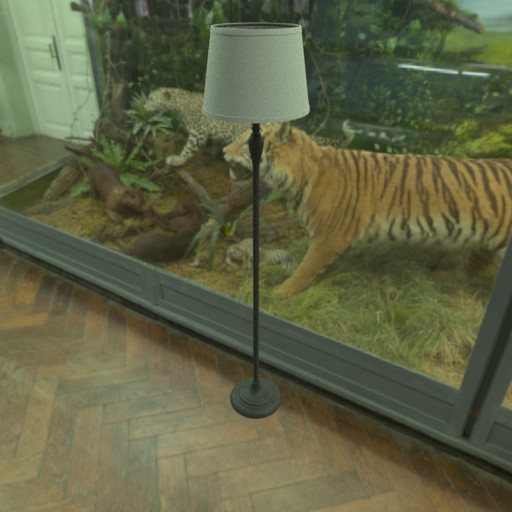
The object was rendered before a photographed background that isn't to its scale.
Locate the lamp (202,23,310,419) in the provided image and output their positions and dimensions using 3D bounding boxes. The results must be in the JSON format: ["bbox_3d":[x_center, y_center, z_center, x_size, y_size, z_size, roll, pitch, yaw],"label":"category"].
[{"bbox_3d":[0.000,0.000,1.630,0.327,1.506,0.327,1,31,1],"label":"lamp"}]
